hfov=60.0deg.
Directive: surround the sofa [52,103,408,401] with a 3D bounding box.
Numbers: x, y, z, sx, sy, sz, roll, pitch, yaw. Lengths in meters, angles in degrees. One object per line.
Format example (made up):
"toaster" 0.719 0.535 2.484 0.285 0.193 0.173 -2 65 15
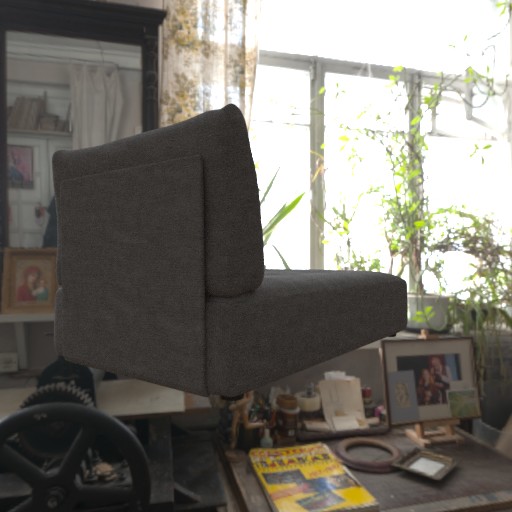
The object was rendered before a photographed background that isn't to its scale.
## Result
"sofa" 0.000 0.000 1.997 0.930 0.820 1.450 0 0 37
